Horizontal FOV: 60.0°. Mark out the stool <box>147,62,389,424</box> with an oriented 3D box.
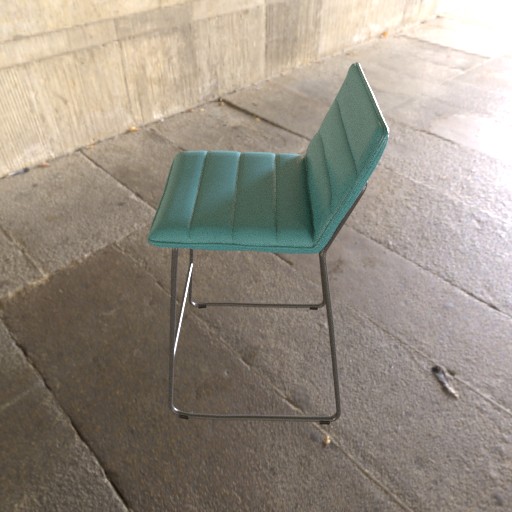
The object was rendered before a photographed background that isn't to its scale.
[{"bbox_3d":[0.000,0.000,1.234,0.524,0.936,0.489,1,41,1],"label":"stool"}]
